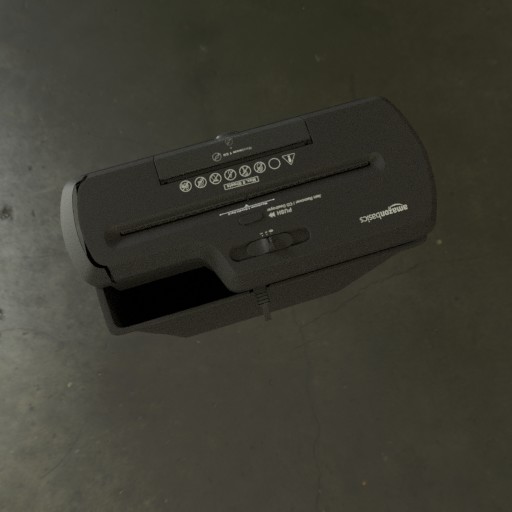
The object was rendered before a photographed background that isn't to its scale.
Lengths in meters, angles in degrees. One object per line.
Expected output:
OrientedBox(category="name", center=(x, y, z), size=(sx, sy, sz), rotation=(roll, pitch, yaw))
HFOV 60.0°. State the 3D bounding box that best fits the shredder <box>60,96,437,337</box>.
OrientedBox(category="shredder", center=(0.000, 0.000, 0.521), size=(0.320, 0.335, 0.170), rotation=(-16, 77, -4))
